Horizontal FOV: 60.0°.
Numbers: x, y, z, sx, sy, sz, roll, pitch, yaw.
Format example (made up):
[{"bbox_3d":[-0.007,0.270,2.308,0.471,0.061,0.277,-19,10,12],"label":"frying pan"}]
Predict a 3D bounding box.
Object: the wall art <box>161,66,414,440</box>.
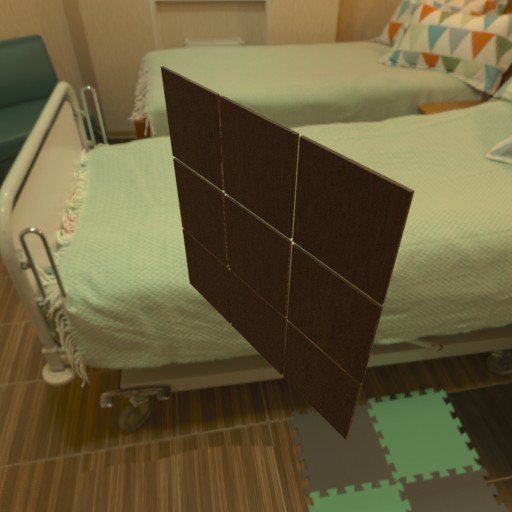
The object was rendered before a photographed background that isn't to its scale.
[{"bbox_3d":[0.000,0.000,1.828,0.013,1.213,1.215,-28,47,-29],"label":"wall art"}]
